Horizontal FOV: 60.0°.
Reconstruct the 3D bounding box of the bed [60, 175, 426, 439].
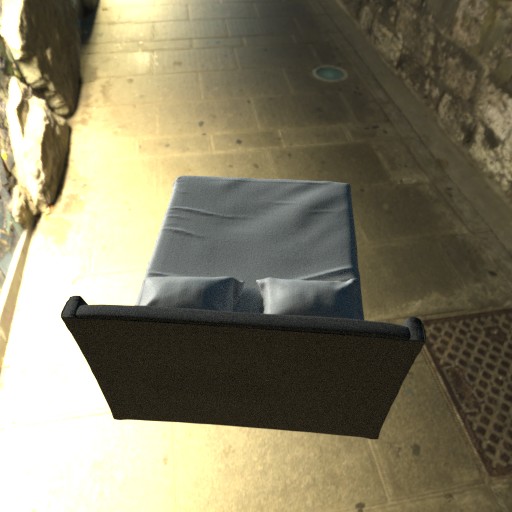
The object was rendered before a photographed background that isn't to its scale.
[{"bbox_3d":[0.000,0.000,3.508,1.925,1.332,2.276,3,47,3],"label":"bed"}]
